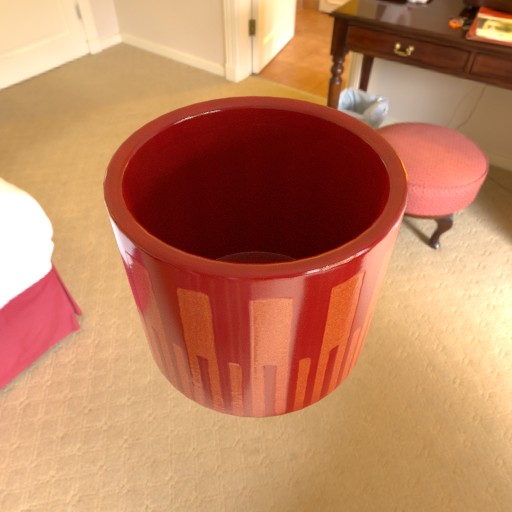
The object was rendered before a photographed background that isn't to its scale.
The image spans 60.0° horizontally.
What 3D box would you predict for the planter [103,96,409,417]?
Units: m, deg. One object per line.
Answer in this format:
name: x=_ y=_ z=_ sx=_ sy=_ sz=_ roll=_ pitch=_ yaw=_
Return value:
planter: x=0.000 y=0.000 z=0.410 sx=0.230 sy=0.202 sz=0.230 roll=0 pitch=46 yaw=0
